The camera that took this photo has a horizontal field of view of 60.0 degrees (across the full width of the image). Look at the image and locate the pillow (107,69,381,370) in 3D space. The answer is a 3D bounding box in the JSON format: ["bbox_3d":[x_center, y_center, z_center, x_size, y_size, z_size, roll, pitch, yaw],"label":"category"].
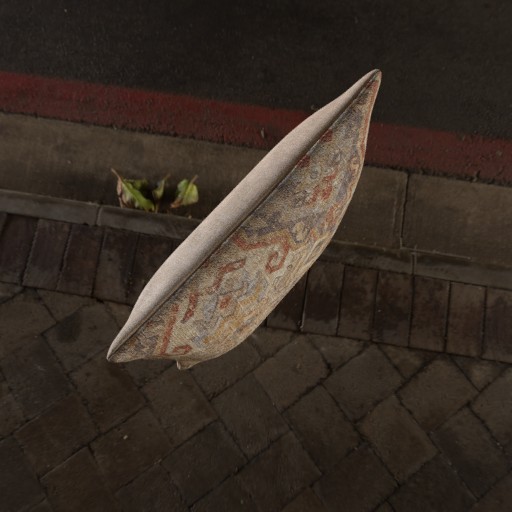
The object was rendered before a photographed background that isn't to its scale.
[{"bbox_3d":[0.000,0.000,0.799,0.166,0.506,0.523,41,79,9],"label":"pillow"}]
